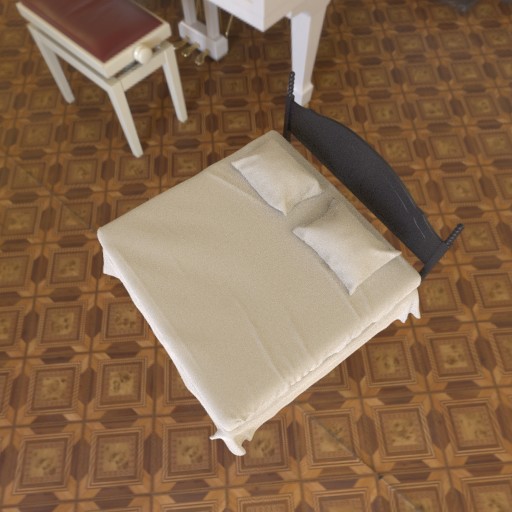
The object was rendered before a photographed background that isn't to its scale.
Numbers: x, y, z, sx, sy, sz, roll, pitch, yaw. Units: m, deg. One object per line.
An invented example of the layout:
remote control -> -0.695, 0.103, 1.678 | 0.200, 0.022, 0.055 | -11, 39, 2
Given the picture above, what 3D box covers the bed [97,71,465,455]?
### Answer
bed -> 0.000, 0.000, 3.684 | 2.219, 1.355, 2.322 | -33, 68, -16
